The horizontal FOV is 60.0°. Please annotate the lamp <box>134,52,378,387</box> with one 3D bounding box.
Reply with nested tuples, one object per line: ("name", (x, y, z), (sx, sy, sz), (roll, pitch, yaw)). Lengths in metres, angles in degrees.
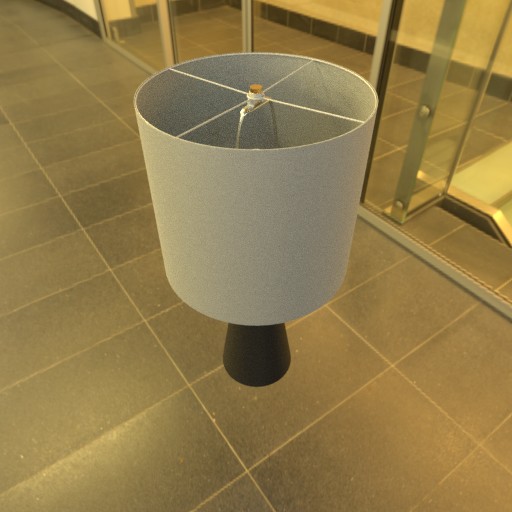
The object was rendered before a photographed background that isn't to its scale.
("lamp", (0.000, 0.000, 0.759), (0.308, 0.580, 0.308), (25, 48, 25))
